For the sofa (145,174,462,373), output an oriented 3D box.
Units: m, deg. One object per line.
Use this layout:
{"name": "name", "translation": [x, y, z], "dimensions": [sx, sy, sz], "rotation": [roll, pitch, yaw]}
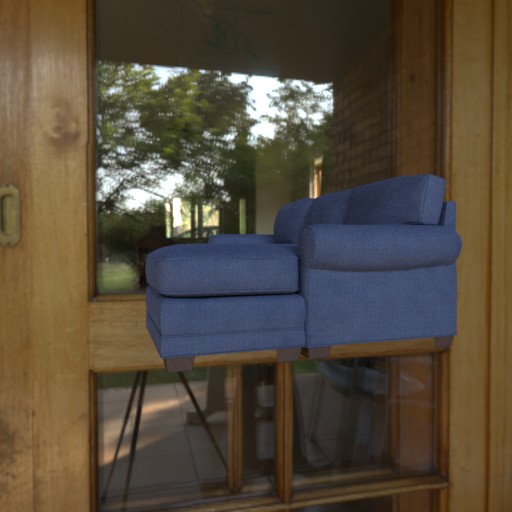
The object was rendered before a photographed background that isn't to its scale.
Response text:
{"name": "sofa", "translation": [0.000, 0.000, 3.505], "dimensions": [1.780, 1.063, 2.567], "rotation": [0, 1, -18]}
